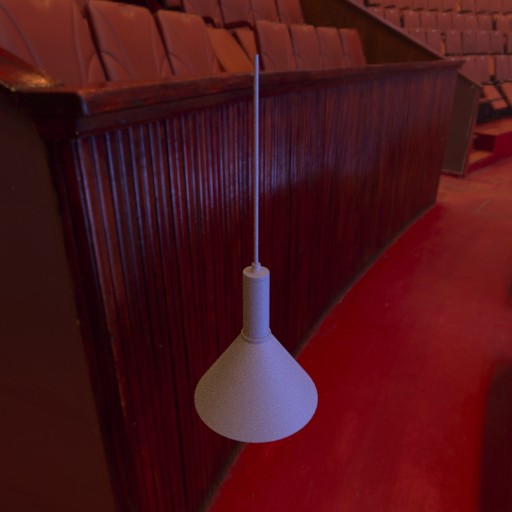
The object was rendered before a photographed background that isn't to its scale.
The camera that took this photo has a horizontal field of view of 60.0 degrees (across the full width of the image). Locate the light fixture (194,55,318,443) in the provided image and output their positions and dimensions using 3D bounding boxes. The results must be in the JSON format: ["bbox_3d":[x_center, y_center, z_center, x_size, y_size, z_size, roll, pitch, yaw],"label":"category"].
[{"bbox_3d":[0.000,0.000,0.826,0.267,0.683,0.267,8,26,16],"label":"light fixture"}]
